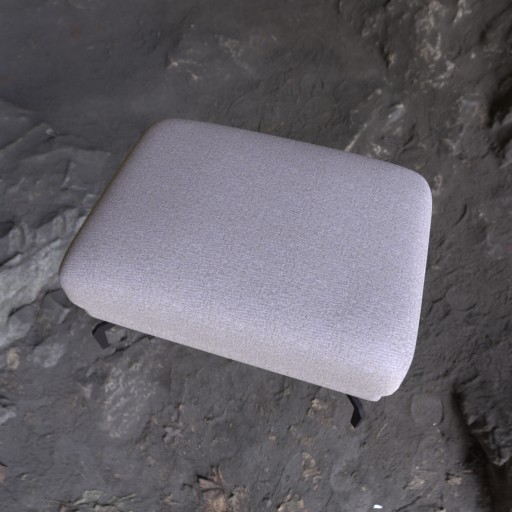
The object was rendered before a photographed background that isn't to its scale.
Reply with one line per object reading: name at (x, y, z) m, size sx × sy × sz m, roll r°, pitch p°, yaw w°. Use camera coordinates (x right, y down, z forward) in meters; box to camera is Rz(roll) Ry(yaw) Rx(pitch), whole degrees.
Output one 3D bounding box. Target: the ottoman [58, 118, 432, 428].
ottoman at (0.000, 0.000, 1.118) m, size 0.772 × 0.420 × 0.568 m, roll 15°, pitch 59°, yaw 9°
